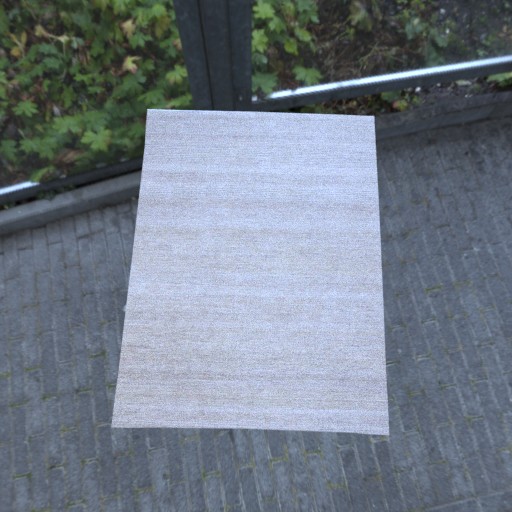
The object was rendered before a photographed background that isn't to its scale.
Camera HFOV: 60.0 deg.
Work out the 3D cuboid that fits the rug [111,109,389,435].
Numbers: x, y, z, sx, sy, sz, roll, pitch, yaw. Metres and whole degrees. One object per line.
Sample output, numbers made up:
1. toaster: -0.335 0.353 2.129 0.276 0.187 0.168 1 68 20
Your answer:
1. rug: 0.000 0.000 4.355 2.467 0.046 3.245 2 74 1
